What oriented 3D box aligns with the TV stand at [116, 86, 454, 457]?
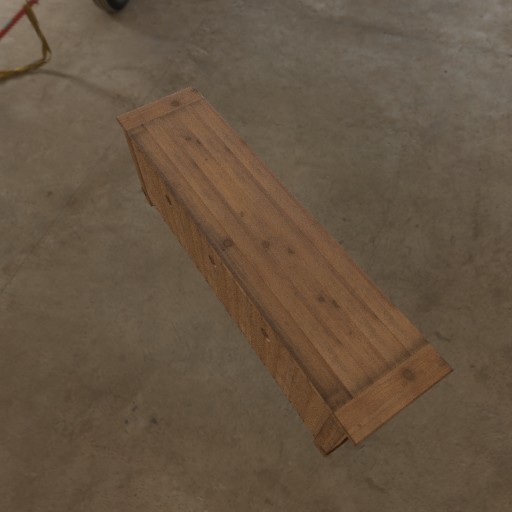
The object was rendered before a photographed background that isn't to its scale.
[{"bbox_3d":[0.000,0.000,2.082,0.453,0.573,1.804,-29,62,-17],"label":"TV stand"}]
